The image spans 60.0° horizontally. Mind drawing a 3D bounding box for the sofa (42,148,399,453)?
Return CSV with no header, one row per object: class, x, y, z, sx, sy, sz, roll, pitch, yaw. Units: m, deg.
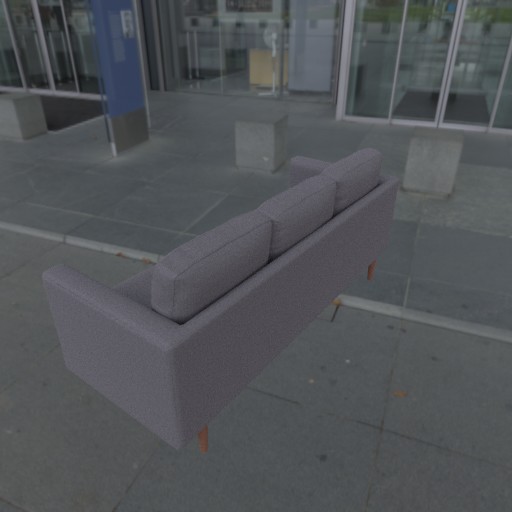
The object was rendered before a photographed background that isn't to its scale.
sofa,0.000,0.000,2.473,0.802,0.912,2.029,21,36,31
